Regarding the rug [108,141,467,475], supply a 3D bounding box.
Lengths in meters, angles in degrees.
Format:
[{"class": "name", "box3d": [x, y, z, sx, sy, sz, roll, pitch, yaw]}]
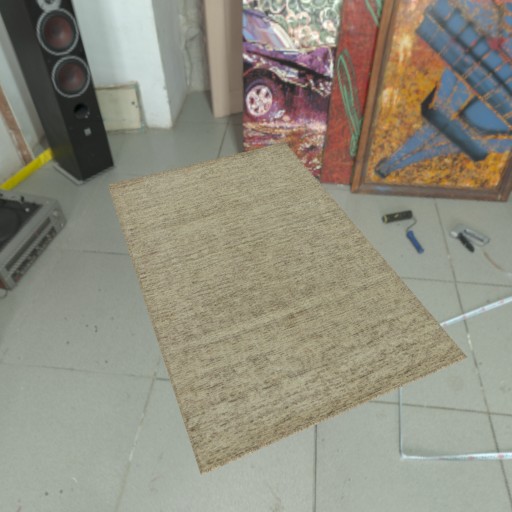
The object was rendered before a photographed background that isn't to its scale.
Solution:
[{"class": "rug", "box3d": [0.000, 0.000, 2.323, 1.211, 0.018, 1.822, -17, 49, -16]}]
